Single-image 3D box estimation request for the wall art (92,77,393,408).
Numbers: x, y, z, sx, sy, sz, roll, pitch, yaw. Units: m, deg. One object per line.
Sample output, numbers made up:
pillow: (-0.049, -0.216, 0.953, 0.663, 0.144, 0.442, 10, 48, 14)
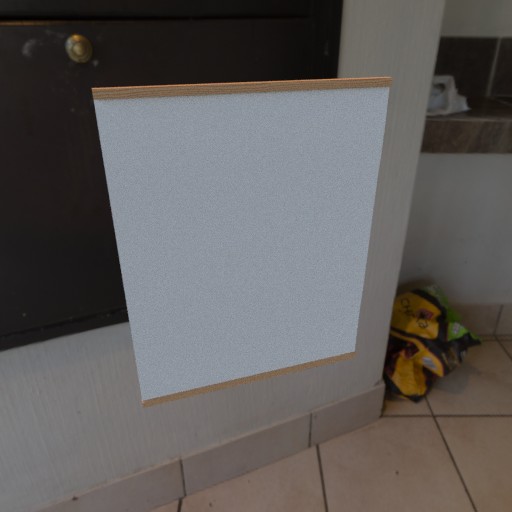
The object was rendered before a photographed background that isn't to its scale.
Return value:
wall art: (0.000, 0.000, 0.691, 0.404, 0.507, 0.010, -9, 29, -16)
